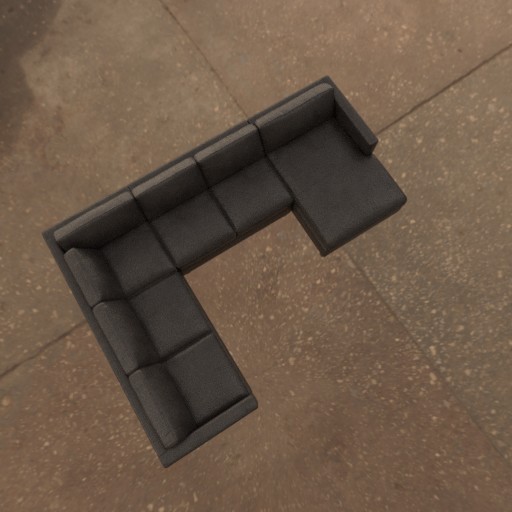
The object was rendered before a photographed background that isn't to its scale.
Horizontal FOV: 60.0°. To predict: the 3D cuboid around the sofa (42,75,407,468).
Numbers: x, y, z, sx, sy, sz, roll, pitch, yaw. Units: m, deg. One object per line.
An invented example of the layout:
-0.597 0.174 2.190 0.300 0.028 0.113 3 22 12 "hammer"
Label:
0.000 0.000 4.465 3.324 0.891 2.452 -31 77 -8 "sofa"
